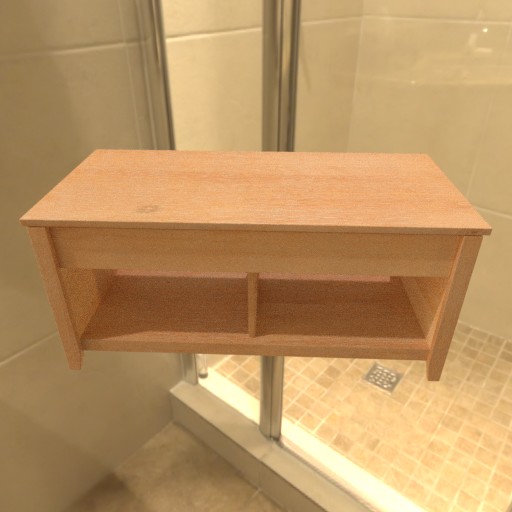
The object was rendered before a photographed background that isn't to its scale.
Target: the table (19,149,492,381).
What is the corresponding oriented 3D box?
[{"bbox_3d":[0.000,0.000,1.275,1.016,0.457,0.483,1,32,2],"label":"table"}]
